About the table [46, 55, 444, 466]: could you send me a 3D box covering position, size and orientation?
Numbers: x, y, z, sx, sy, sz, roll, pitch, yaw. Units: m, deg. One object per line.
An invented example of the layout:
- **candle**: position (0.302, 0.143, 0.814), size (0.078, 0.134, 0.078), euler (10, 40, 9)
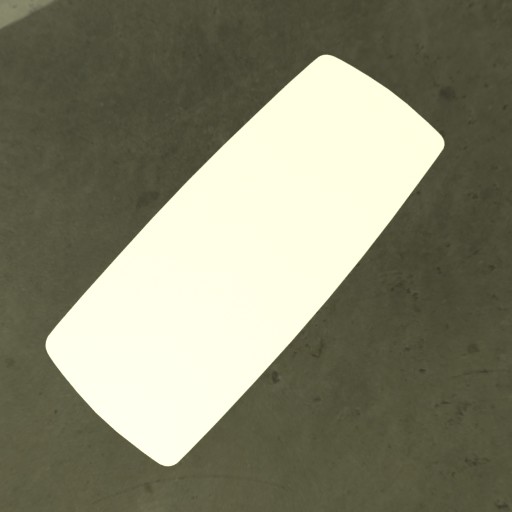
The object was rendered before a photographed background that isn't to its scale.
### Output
- **table**: position (0.000, 0.000, 1.568), size (0.561, 0.474, 1.334), euler (40, 80, 9)
